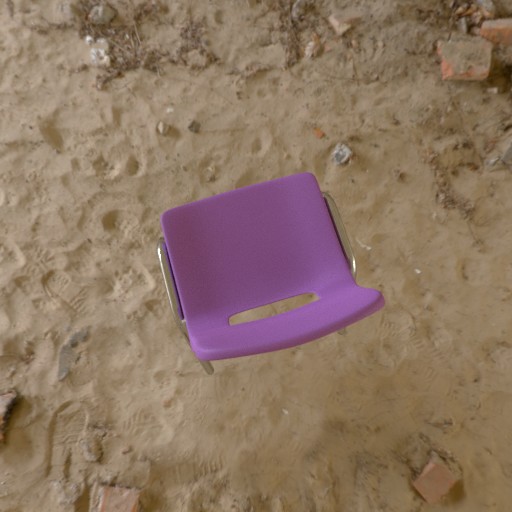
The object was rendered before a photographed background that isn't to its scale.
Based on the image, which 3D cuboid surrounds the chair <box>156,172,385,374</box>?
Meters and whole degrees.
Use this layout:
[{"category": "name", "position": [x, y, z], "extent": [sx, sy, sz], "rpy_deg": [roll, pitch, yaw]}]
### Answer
[{"category": "chair", "position": [0.000, 0.000, 0.680], "extent": [0.291, 0.493, 0.301], "rpy_deg": [-16, 77, -4]}]
